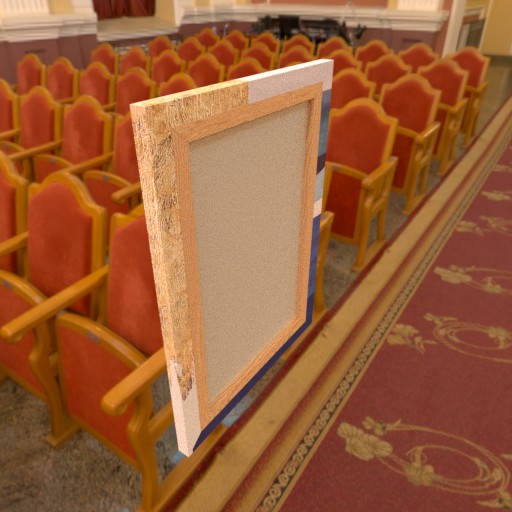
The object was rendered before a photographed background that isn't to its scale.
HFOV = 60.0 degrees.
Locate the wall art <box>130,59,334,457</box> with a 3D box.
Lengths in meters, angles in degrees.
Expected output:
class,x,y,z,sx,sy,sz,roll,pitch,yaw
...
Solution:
class,x,y,z,sx,sy,sz,roll,pitch,yaw
wall art,0.000,0.000,0.808,0.026,0.613,0.458,20,36,29
